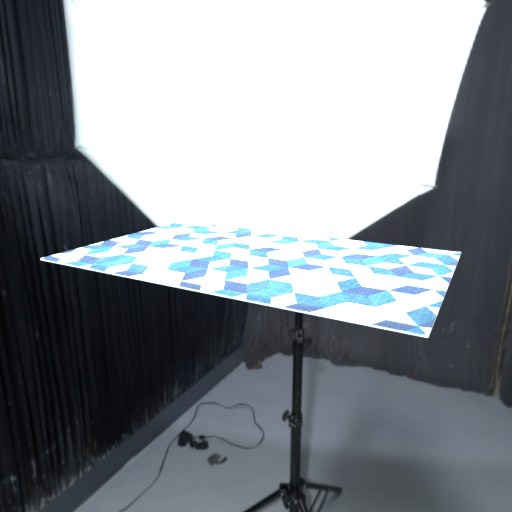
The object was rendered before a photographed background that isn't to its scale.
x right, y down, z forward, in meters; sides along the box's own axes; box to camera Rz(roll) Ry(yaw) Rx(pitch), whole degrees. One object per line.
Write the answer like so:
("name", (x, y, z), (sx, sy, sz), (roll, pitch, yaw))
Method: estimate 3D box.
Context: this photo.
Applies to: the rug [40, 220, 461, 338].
("rug", (0.000, 0.000, 3.018), (2.438, 0.015, 1.518), (8, 17, 28))
